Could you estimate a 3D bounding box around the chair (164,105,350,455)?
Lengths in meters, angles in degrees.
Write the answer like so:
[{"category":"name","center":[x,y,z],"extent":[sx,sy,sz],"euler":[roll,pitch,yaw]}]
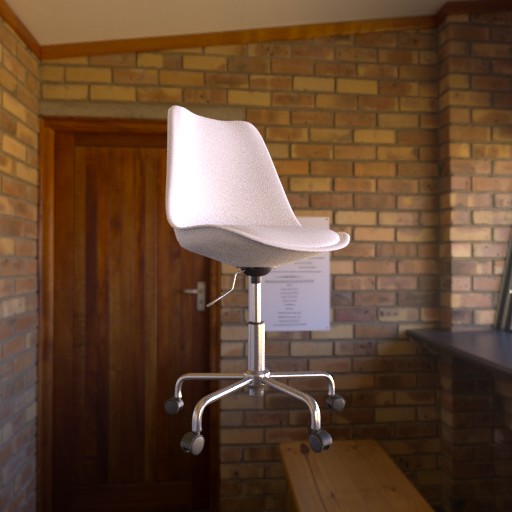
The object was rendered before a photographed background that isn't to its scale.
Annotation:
[{"category":"chair","center":[0.000,0.000,1.257],"extent":[0.550,0.930,0.550],"euler":[1,-1,-37]}]
